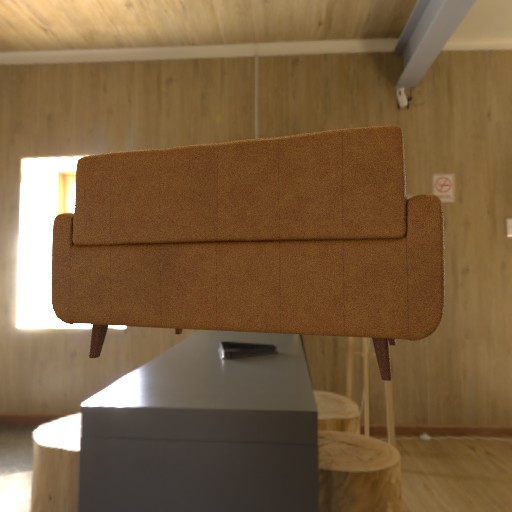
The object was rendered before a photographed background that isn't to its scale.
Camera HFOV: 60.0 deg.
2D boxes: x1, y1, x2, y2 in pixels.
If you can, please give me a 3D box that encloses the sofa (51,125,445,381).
[{"bbox_3d":[0.000,0.000,2.189,1.651,0.925,0.952,-1,-2,19],"label":"sofa"}]
